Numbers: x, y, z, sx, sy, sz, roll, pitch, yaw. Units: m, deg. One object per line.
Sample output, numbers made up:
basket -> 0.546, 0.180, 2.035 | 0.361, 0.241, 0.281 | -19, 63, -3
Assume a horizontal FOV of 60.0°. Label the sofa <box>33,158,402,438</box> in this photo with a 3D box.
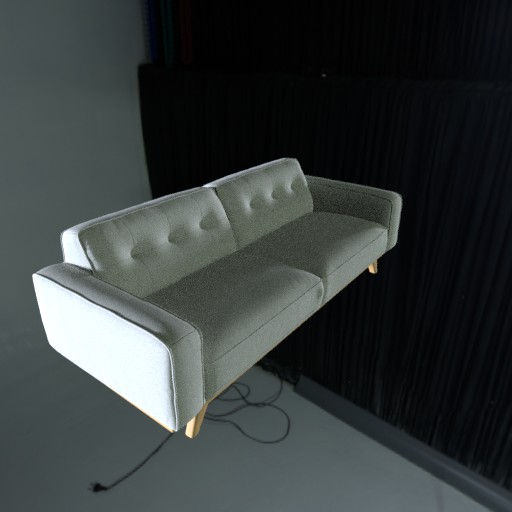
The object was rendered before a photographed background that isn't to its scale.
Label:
sofa -> 0.000, 0.000, 2.672 | 0.956, 0.781, 2.270 | 18, 31, 33
